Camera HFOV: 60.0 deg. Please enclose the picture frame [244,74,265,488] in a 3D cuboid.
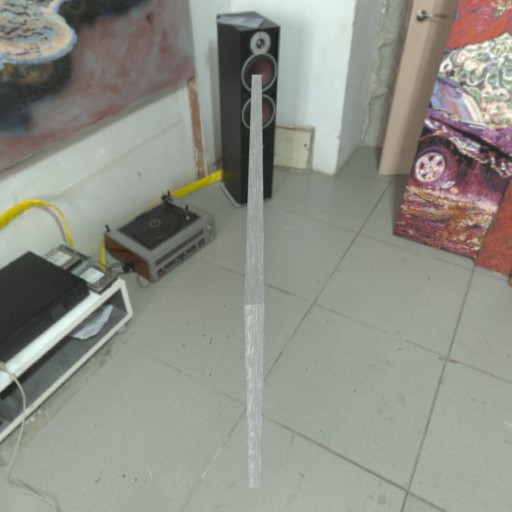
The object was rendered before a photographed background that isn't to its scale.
[{"bbox_3d":[0.000,0.000,1.205,0.029,0.640,0.950,0,41,0],"label":"picture frame"}]
